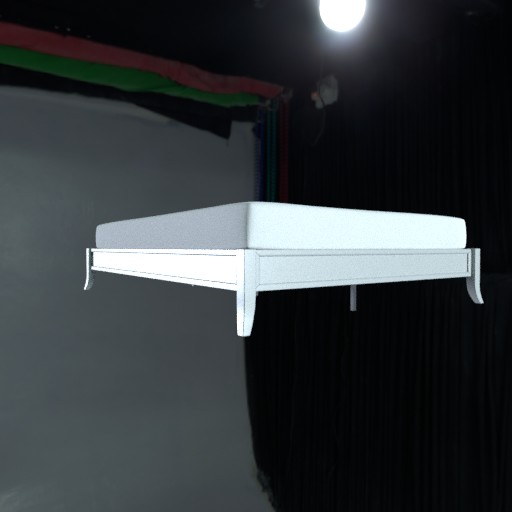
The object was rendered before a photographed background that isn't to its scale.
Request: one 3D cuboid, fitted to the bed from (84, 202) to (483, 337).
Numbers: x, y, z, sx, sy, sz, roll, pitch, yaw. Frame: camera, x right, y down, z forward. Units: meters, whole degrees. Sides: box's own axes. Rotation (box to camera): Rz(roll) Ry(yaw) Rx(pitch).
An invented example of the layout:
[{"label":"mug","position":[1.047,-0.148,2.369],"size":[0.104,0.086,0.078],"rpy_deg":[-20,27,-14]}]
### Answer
[{"label":"bed","position":[0.000,0.000,2.852],"size":[1.604,0.510,2.108],"rpy_deg":[-1,1,-35]}]
